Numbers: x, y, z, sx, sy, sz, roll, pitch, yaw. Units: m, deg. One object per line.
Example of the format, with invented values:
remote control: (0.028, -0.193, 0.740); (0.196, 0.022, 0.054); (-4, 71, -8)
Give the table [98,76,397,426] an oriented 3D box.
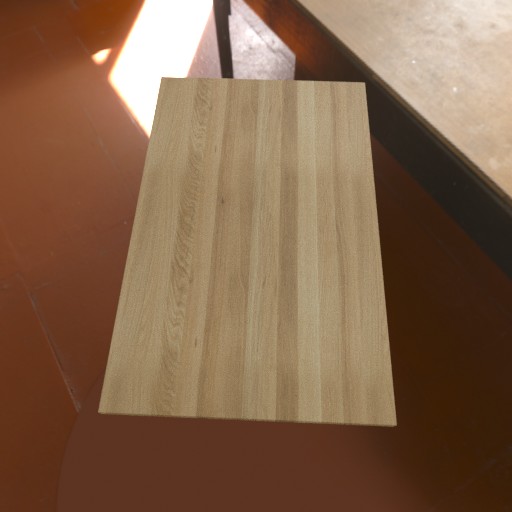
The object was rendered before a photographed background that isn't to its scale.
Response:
table: (0.000, 0.000, 1.507); (0.700, 0.510, 1.100); (2, 64, 1)
